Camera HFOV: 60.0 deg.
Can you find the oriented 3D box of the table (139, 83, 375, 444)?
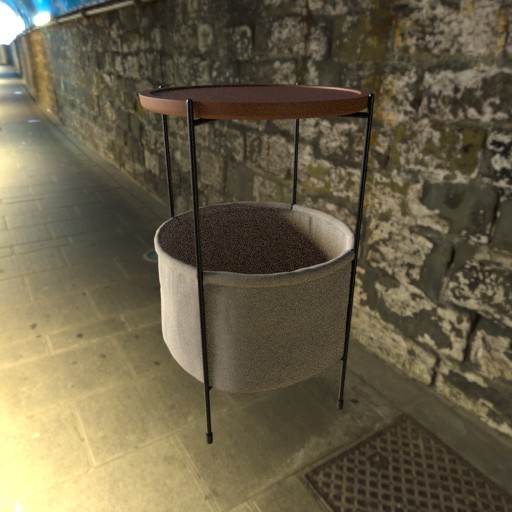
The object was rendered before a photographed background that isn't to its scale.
[{"bbox_3d":[0.000,0.000,0.883,0.393,0.623,0.393,-8,26,-17],"label":"table"}]
